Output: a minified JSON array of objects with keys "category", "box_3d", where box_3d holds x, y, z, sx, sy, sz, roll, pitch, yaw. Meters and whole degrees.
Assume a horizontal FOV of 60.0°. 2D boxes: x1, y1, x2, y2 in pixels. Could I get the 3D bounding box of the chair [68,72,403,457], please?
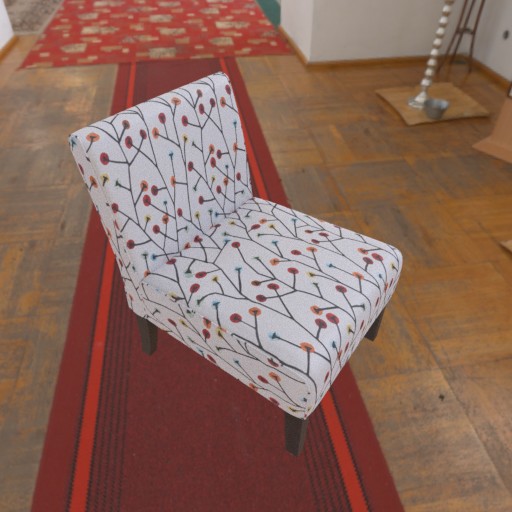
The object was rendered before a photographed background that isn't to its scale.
[{"category":"chair","box_3d":[0.000,0.000,1.342,0.732,0.813,0.597,25,46,27]}]
